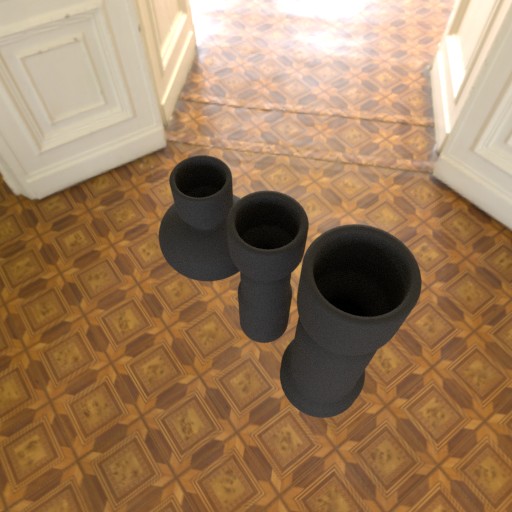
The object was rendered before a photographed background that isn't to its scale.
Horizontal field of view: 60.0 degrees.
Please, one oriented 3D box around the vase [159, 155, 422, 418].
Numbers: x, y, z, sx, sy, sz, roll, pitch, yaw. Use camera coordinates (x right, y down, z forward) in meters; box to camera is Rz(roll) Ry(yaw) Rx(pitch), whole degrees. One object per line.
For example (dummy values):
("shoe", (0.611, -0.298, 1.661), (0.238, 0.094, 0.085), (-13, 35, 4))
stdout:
("vase", (0.000, 0.000, 0.431), (0.120, 0.249, 0.307), (-32, 63, -19))
